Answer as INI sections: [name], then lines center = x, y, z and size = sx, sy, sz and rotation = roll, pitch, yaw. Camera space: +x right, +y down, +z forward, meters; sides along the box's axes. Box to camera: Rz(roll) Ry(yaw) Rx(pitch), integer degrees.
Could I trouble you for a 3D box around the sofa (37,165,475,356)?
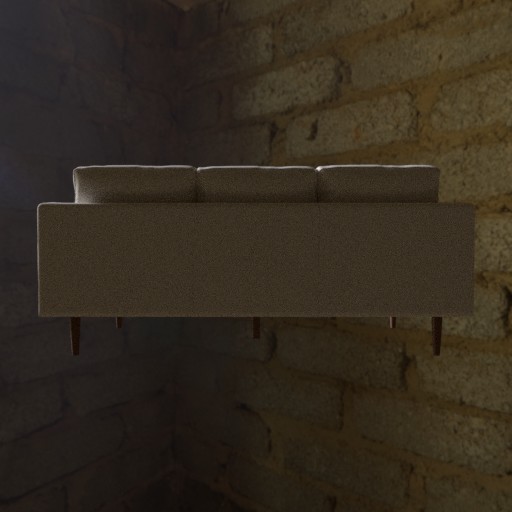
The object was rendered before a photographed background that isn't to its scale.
[sofa]
center = 0.000, 0.000, 2.433
size = 2.029, 0.912, 0.802
rotation = 0, 2, 0
